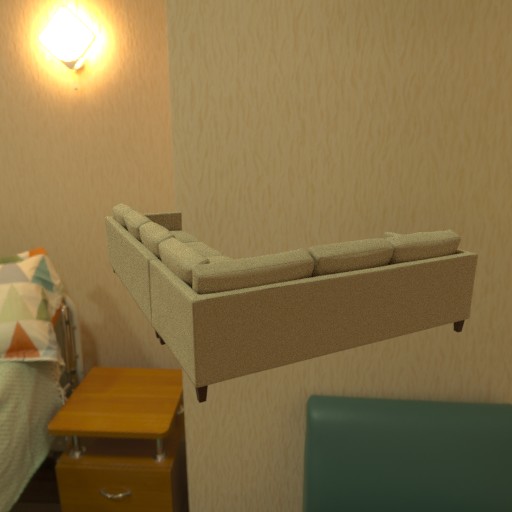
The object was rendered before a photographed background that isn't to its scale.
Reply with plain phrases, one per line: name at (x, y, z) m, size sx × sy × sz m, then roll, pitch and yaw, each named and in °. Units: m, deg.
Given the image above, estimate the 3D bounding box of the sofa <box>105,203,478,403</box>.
sofa at (0.000, 0.000, 4.468) m, size 2.432 × 0.863 × 3.182 m, roll -7°, pitch 17°, yaw -26°
